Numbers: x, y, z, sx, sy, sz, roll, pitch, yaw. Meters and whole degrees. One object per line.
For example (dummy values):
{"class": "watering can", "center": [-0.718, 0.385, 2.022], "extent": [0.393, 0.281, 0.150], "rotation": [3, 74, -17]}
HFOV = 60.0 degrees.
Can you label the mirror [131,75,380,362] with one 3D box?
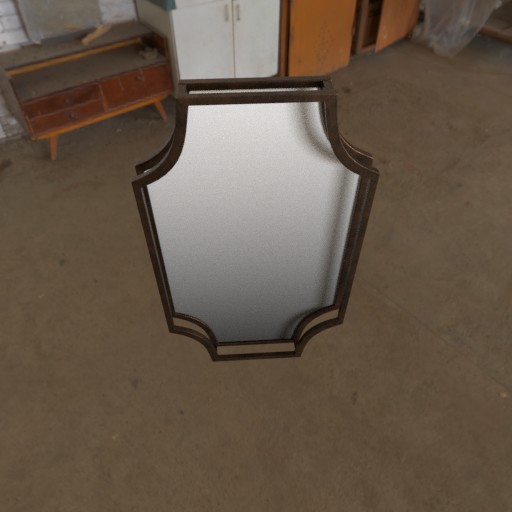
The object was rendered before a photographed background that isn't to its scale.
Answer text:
{"class": "mirror", "center": [0.000, 0.000, 1.022], "extent": [0.462, 0.811, 0.066], "rotation": [-2, 47, -2]}
